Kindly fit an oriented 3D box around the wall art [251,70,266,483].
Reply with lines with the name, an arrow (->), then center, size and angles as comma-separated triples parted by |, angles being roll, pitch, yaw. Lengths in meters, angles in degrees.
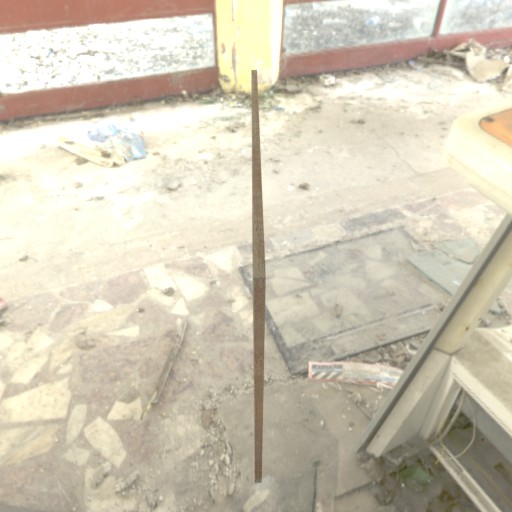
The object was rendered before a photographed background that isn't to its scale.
wall art -> 0.000, 0.000, 1.350 | 0.019, 0.774, 1.012 | 0, 41, -1
